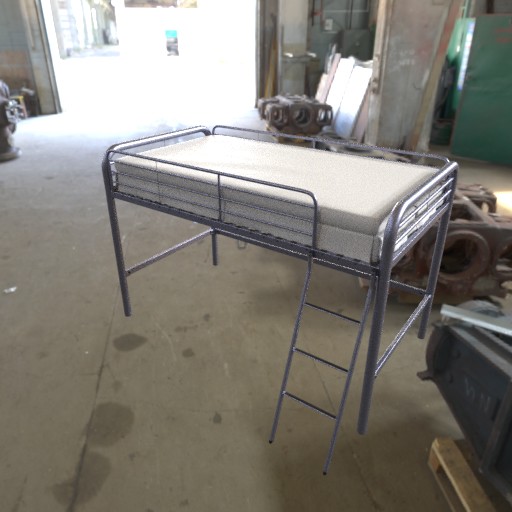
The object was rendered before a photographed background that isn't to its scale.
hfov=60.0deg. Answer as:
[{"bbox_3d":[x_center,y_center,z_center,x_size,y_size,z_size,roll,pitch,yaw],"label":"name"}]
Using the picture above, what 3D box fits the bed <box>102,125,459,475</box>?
[{"bbox_3d":[0.000,0.000,2.874,1.965,1.288,1.415,18,32,32],"label":"bed"}]
